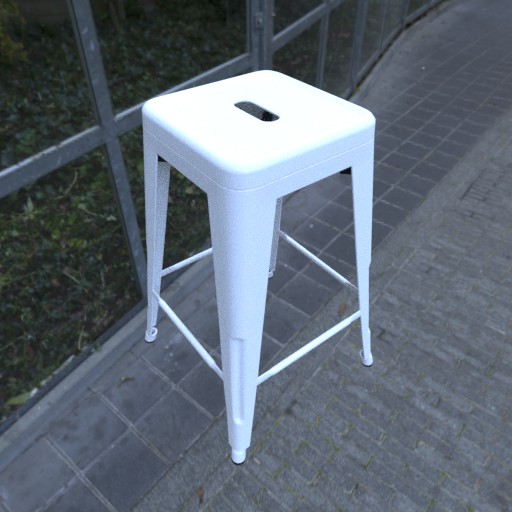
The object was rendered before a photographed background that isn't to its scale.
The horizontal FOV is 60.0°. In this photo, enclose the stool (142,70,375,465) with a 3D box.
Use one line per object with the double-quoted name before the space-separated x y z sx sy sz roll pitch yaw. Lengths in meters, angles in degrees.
"stool" 0.000 0.000 0.887 0.406 0.610 0.406 -27 47 -27
